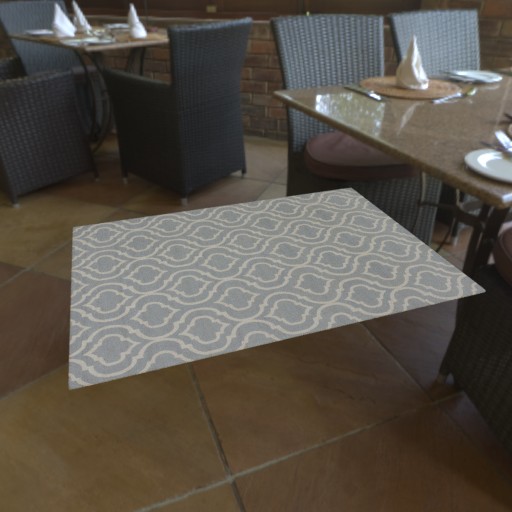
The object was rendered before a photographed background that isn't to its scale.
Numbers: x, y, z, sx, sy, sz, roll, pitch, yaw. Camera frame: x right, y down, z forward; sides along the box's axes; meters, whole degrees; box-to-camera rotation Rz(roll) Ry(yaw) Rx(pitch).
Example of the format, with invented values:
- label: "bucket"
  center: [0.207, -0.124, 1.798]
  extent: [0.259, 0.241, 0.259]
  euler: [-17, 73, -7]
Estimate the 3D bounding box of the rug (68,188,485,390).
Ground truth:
- label: "rug"
  center: [0.000, 0.000, 2.644]
  extent: [2.080, 0.010, 1.451]
  euler: [-10, 33, -16]
